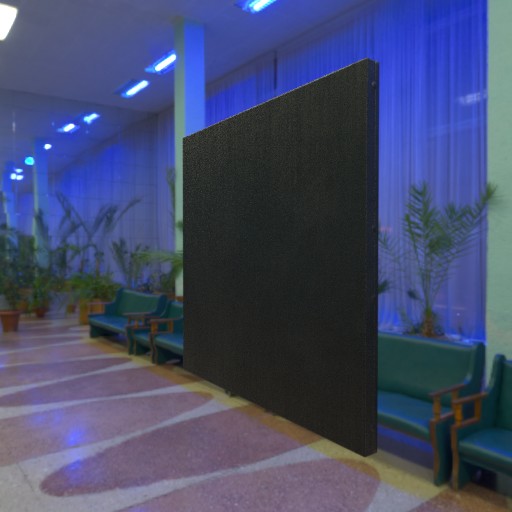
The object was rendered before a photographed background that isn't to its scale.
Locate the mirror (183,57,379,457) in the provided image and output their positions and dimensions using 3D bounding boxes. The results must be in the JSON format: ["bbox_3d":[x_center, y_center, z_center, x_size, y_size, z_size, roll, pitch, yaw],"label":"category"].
[{"bbox_3d":[0.000,0.000,0.581,0.020,0.381,0.382,-1,1,-36],"label":"mirror"}]
